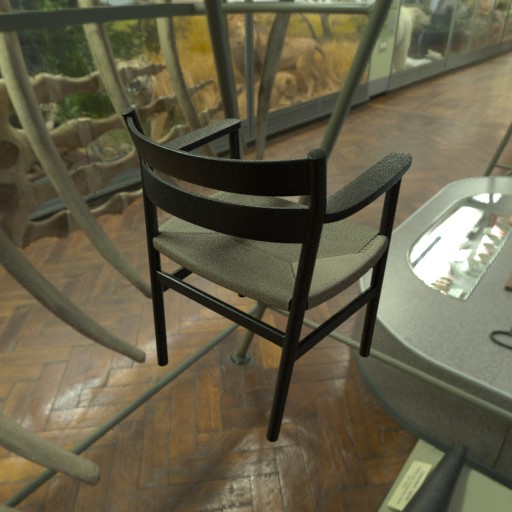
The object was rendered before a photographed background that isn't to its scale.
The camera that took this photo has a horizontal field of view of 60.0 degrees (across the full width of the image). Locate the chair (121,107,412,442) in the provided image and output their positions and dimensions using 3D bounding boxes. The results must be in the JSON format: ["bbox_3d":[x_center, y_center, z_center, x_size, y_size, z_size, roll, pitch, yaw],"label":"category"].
[{"bbox_3d":[0.000,0.000,1.228,0.630,0.775,0.508,22,37,33],"label":"chair"}]
